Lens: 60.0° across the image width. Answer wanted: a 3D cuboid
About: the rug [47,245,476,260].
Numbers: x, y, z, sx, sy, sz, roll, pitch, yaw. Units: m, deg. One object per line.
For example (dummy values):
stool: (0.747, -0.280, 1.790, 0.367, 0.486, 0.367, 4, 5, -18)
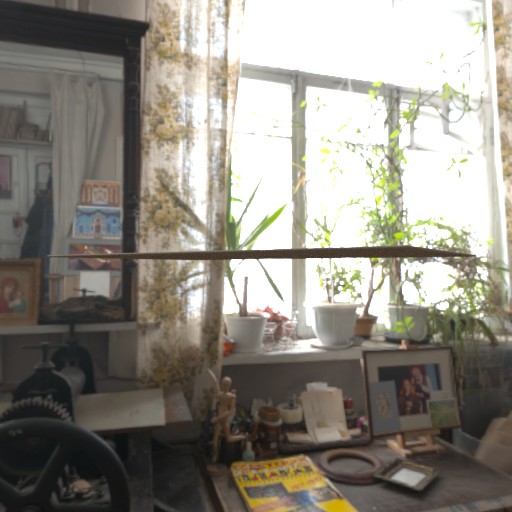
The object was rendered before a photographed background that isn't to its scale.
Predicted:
rug: (0.000, 0.000, 2.959, 2.441, 0.014, 1.531, -1, -2, 35)
